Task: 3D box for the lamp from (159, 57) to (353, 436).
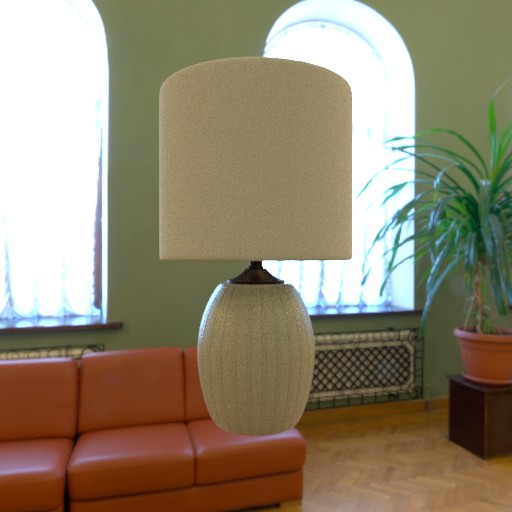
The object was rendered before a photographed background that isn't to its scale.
[{"bbox_3d":[0.000,0.000,0.771,0.329,0.570,0.329,0,0,-17],"label":"lamp"}]
